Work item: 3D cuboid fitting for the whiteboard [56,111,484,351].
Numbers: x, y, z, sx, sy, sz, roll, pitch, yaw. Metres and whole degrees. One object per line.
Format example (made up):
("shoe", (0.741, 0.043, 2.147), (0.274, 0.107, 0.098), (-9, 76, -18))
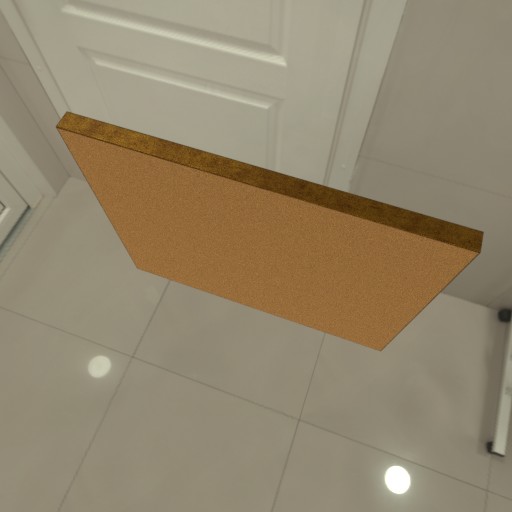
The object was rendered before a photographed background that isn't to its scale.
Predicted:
("whiteboard", (0.000, 0.000, 0.764), (0.561, 0.457, 0.029), (18, 65, 9))
